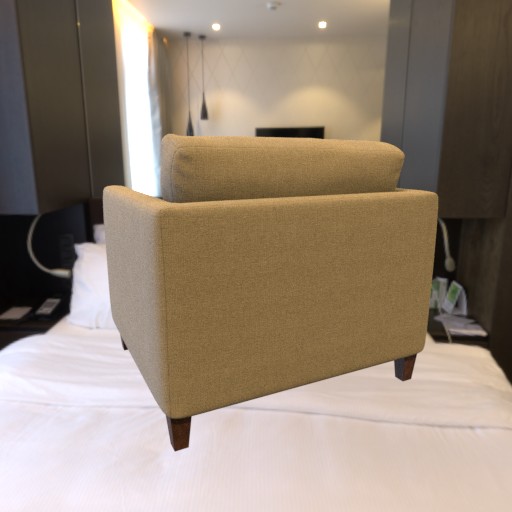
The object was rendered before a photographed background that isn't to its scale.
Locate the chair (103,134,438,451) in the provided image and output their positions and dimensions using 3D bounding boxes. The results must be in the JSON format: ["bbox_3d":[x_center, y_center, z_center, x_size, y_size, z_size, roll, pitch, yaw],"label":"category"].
[{"bbox_3d":[0.000,0.000,1.875,1.107,0.963,0.959,-7,15,-26],"label":"chair"}]
